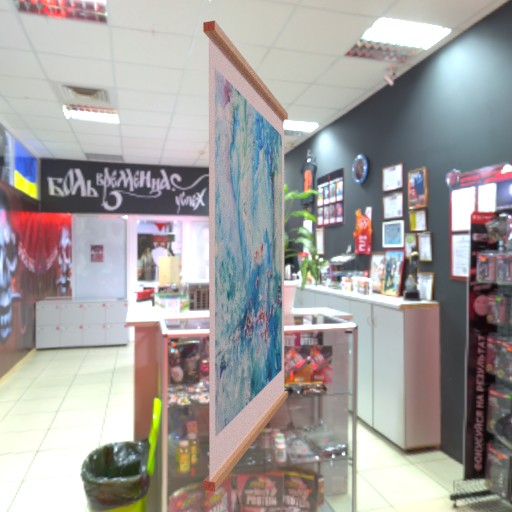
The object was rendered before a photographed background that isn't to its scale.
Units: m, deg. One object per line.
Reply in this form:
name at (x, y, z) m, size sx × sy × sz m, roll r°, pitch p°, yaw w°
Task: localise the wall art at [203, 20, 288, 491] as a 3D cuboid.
wall art at (0.000, 0.000, 1.899) m, size 0.040 × 1.510 × 0.991 m, roll 0°, pitch 0°, yaw 18°
